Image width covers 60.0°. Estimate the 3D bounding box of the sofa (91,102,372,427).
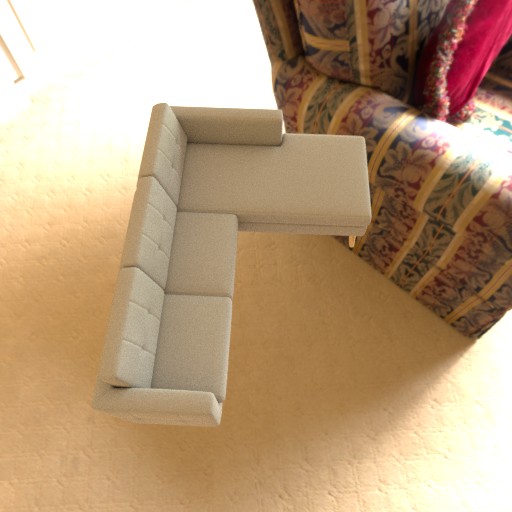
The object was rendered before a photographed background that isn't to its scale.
[{"bbox_3d":[0.000,0.000,2.843,1.530,0.860,2.040,2,63,1],"label":"sofa"}]
